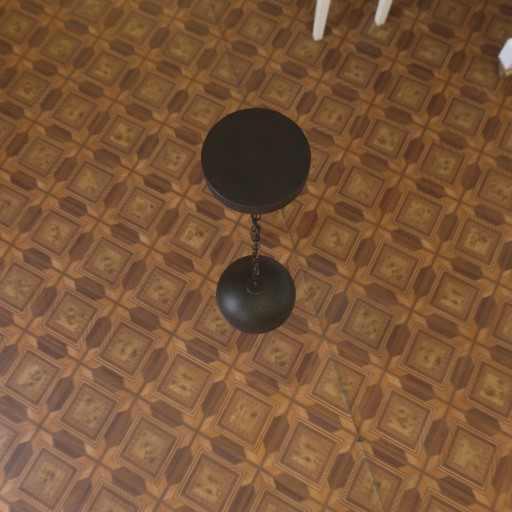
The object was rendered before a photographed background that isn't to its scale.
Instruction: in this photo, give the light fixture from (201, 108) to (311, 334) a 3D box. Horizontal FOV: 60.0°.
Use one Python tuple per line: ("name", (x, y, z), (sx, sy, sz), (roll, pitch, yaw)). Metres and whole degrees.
("light fixture", (0.000, 0.000, 1.166), (0.304, 1.090, 0.304), (-4, 75, -1))
